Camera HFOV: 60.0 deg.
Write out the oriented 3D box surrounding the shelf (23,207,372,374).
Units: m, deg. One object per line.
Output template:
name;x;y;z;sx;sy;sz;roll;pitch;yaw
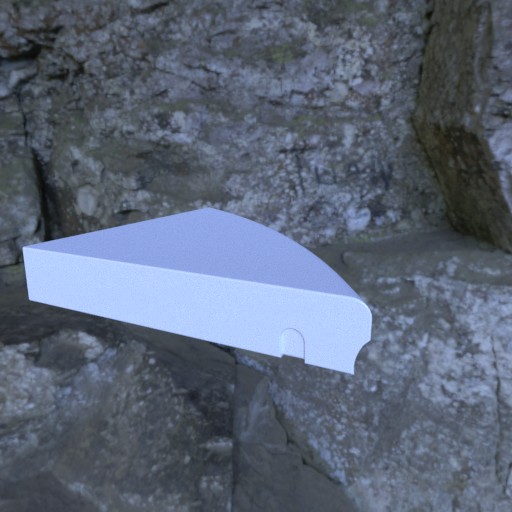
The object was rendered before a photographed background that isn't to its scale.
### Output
shelf;0.000;0.000;0.464;0.310;0.050;0.310;7;15;26
